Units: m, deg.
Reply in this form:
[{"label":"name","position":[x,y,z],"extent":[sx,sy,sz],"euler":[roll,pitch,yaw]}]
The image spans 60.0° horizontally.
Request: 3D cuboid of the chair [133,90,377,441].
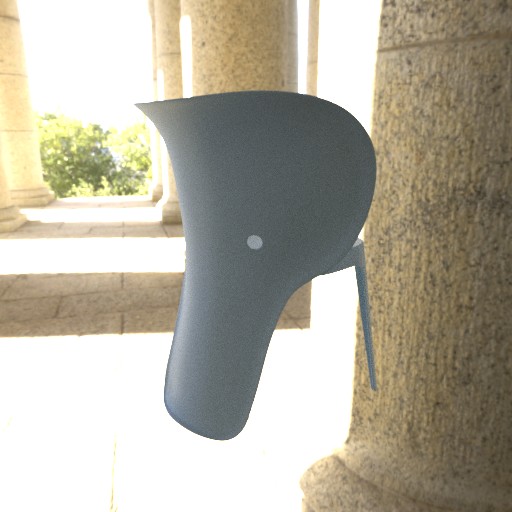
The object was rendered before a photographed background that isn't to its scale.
[{"label":"chair","position":[0.000,0.000,0.851],"extent":[0.402,0.554,0.451],"euler":[-14,20,-43]}]
